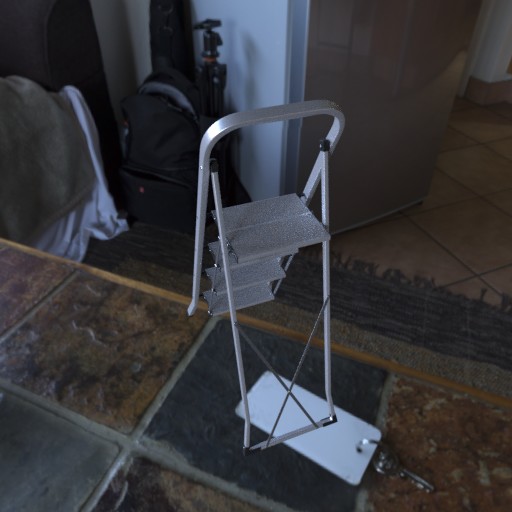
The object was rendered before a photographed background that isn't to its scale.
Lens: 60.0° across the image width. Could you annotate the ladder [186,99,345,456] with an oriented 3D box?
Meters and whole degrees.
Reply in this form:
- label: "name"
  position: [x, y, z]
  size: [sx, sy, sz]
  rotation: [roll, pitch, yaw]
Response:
- label: "ladder"
  position: [0.000, 0.000, 1.668]
  size: [0.465, 1.290, 0.830]
  rotation: [-14, 42, -16]
